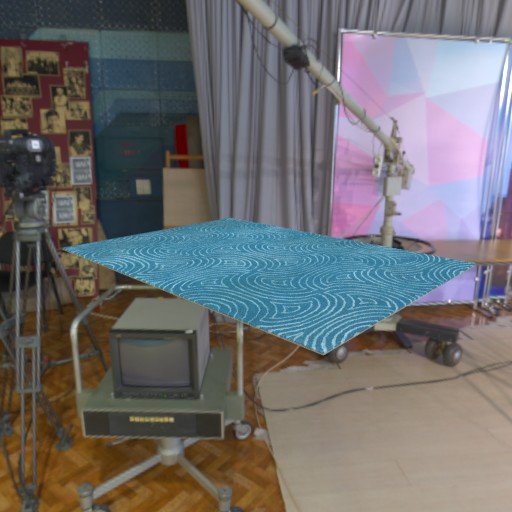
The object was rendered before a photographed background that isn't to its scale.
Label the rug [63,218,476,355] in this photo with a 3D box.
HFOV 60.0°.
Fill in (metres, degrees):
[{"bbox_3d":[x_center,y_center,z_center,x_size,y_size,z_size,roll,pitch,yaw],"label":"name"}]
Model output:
[{"bbox_3d":[0.000,0.000,2.813,2.144,0.015,1.543,14,21,42],"label":"rug"}]
